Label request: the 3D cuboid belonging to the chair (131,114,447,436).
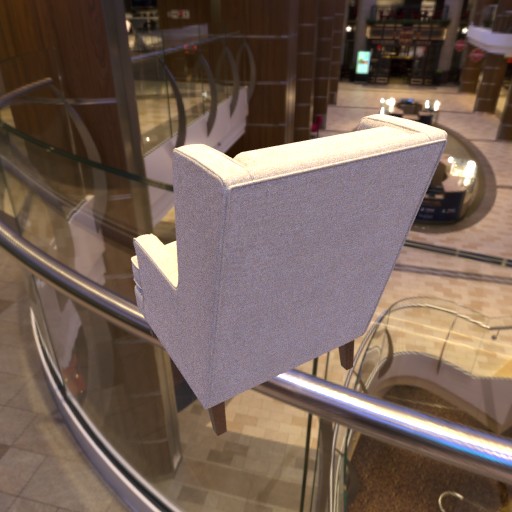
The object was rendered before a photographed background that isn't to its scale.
[{"bbox_3d":[0.000,0.000,1.734,0.764,1.082,0.948,-17,34,-27],"label":"chair"}]
